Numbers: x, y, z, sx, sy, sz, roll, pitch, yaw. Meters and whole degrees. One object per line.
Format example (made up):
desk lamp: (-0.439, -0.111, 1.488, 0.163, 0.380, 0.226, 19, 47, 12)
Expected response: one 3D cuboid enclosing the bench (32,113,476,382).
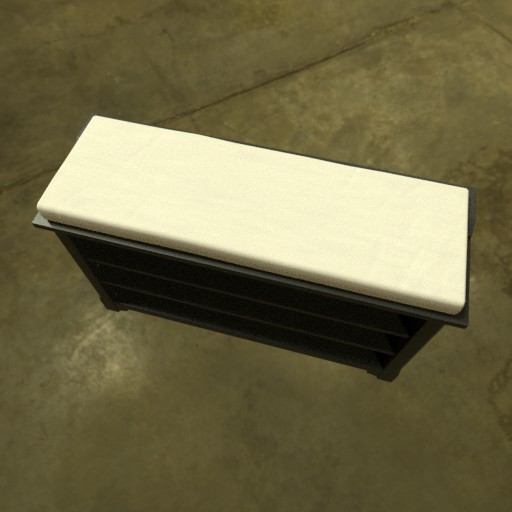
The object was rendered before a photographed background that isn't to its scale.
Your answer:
bench: (0.000, 0.000, 1.225, 0.973, 0.561, 0.345, 13, 61, 7)
